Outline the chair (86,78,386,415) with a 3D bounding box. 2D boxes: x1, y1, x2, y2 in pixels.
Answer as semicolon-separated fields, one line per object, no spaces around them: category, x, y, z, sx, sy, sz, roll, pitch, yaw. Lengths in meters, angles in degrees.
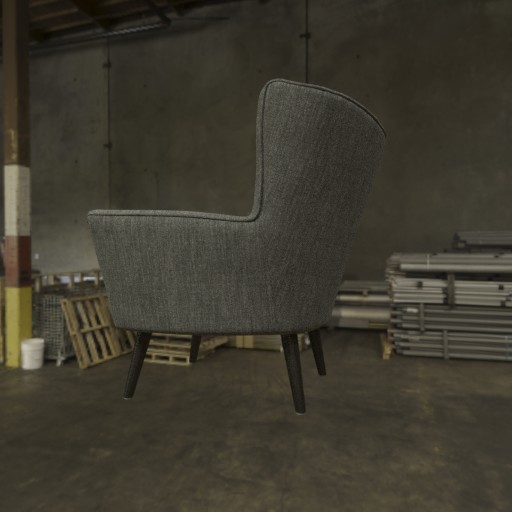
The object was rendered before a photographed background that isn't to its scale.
chair;0.000;0.000;1.577;0.888;0.933;0.781;0;0;17
